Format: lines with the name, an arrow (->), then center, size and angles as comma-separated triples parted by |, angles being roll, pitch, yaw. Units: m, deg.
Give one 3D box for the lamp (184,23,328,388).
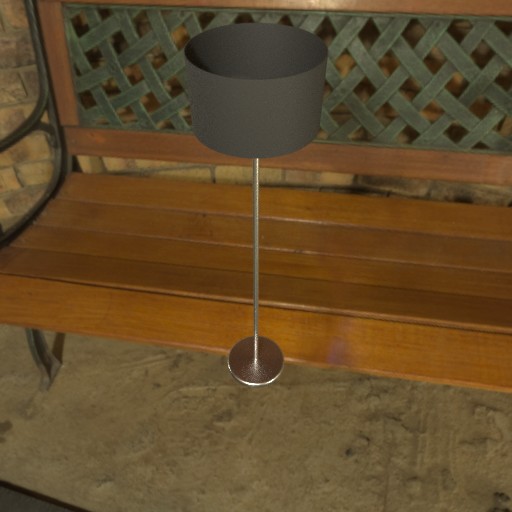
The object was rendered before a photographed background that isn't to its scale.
lamp -> 0.000, 0.000, 1.588 | 0.348, 1.443, 0.348 | -17, 48, -16
